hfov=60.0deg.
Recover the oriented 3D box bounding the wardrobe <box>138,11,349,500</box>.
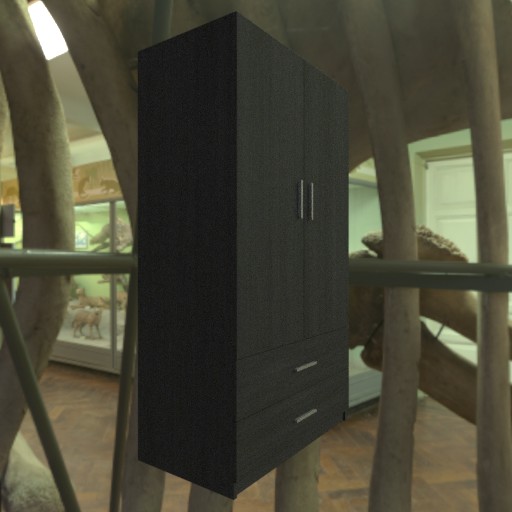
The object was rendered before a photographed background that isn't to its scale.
[{"bbox_3d":[0.000,0.000,2.192,0.577,1.808,0.991,0,0,36],"label":"wardrobe"}]
